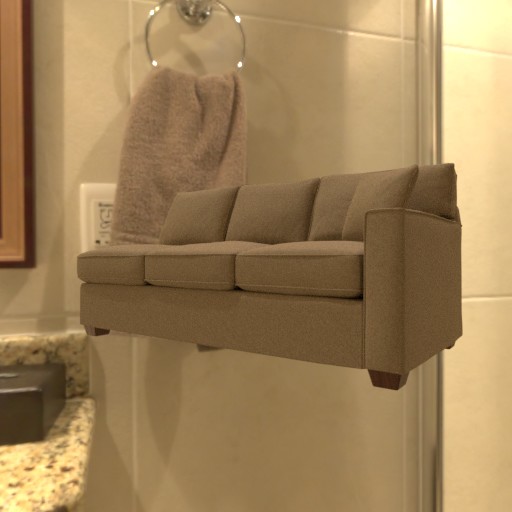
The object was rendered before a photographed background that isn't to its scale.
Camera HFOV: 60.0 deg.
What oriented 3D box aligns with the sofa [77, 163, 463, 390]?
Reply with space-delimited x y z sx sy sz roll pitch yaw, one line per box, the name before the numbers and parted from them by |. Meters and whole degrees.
sofa | 0.000 0.000 2.482 1.963 0.946 1.034 0 0 36
